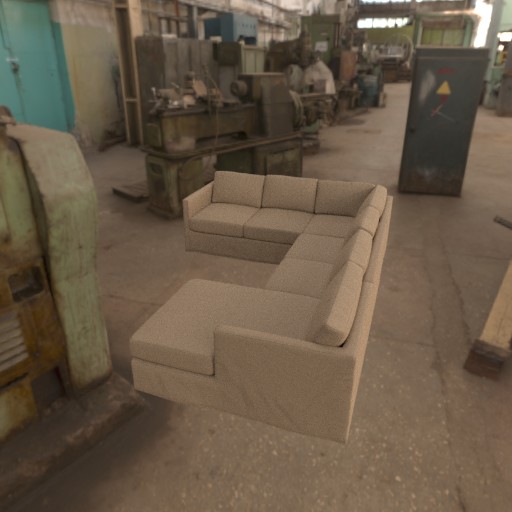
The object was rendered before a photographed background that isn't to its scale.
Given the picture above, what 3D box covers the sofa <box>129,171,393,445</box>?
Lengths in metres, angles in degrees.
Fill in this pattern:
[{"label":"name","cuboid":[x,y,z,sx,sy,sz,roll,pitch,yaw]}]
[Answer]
[{"label":"sofa","cuboid":[0.000,0.000,4.506,2.427,0.882,3.460,8,26,17]}]
